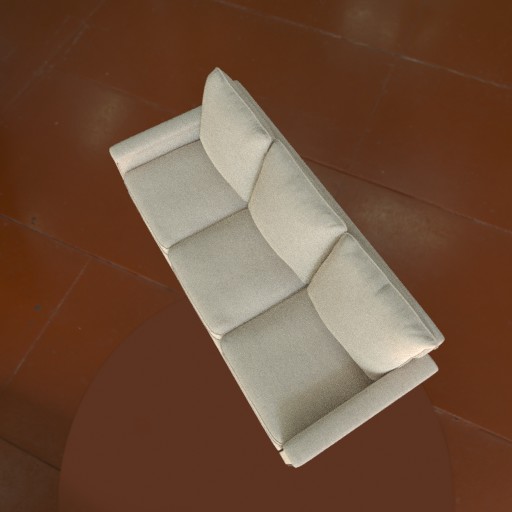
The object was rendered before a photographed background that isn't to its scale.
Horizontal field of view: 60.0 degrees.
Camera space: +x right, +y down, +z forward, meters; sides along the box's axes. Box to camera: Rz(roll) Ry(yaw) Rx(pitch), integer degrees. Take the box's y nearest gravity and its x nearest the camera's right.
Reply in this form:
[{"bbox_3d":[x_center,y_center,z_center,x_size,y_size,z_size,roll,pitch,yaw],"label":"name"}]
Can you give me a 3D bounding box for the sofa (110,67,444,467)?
[{"bbox_3d":[0.000,0.000,2.369,0.828,0.961,1.925,-29,68,-13],"label":"sofa"}]
